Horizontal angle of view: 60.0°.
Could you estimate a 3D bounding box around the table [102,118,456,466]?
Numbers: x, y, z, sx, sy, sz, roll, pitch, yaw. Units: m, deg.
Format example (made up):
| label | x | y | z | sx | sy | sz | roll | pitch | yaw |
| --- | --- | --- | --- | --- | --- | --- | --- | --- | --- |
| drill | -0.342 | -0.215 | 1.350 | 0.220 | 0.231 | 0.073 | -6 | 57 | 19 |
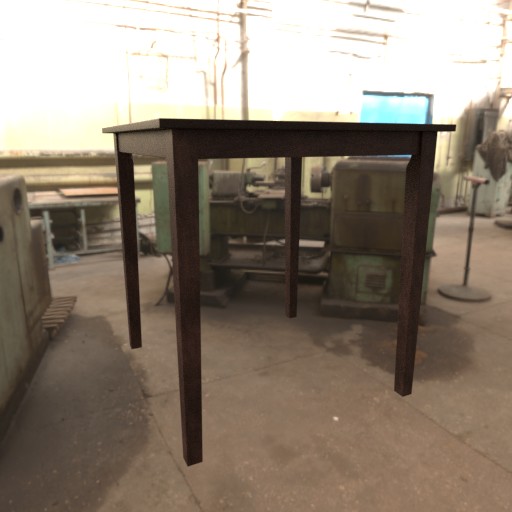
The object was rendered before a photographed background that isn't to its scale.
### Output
| label | x | y | z | sx | sy | sz | roll | pitch | yaw |
| --- | --- | --- | --- | --- | --- | --- | --- | --- | --- |
| table | 0.000 | 0.000 | 1.371 | 0.749 | 0.770 | 0.749 | -7 | 16 | -25 |
